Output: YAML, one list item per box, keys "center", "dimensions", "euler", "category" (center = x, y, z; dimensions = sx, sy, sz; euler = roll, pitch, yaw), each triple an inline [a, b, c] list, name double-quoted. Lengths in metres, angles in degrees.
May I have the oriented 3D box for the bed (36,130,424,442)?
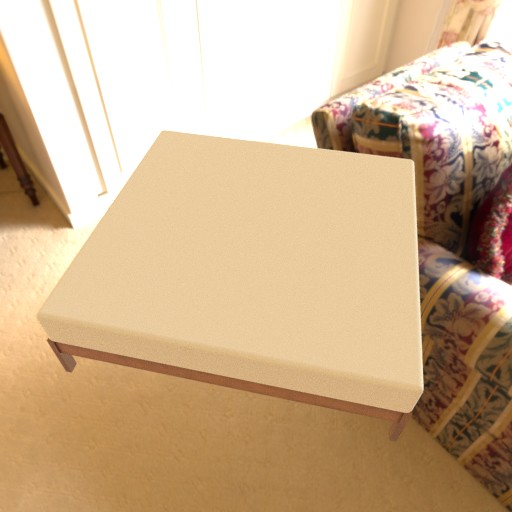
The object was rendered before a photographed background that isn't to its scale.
- center: [0.000, 0.000, 3.085]
  dimensions: [2.049, 0.616, 1.930]
  euler: [9, 47, 8]
  category: "bed"
